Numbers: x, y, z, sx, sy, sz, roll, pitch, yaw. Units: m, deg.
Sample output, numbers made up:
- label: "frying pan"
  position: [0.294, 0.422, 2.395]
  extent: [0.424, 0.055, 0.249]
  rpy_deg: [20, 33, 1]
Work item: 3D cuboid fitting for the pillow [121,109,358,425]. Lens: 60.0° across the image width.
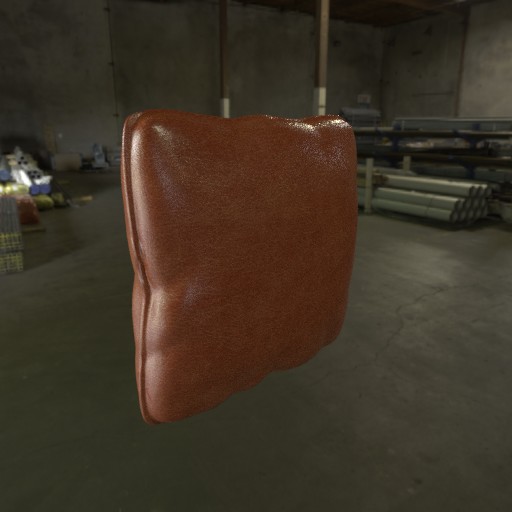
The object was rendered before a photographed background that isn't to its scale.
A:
- label: "pillow"
  position: [0.000, 0.000, 0.849]
  extent: [0.532, 0.523, 0.236]
  rpy_deg: [-15, 22, -41]
